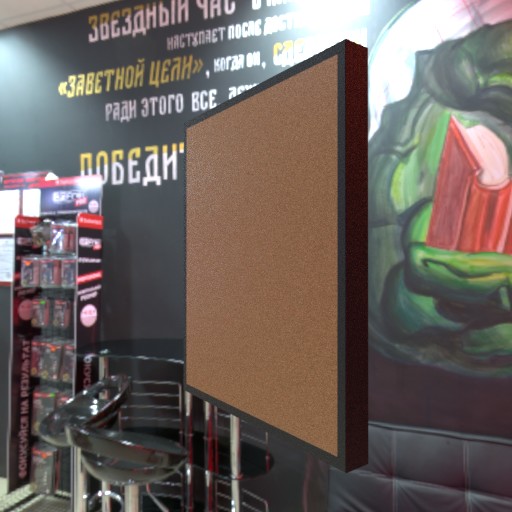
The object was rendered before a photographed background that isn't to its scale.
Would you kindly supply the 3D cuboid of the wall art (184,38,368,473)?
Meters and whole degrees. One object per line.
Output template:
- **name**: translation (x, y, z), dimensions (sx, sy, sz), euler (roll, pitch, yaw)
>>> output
- **wall art**: translation (0.000, 0.000, 0.503), dimensions (0.030, 0.369, 0.294), euler (0, 0, -37)
